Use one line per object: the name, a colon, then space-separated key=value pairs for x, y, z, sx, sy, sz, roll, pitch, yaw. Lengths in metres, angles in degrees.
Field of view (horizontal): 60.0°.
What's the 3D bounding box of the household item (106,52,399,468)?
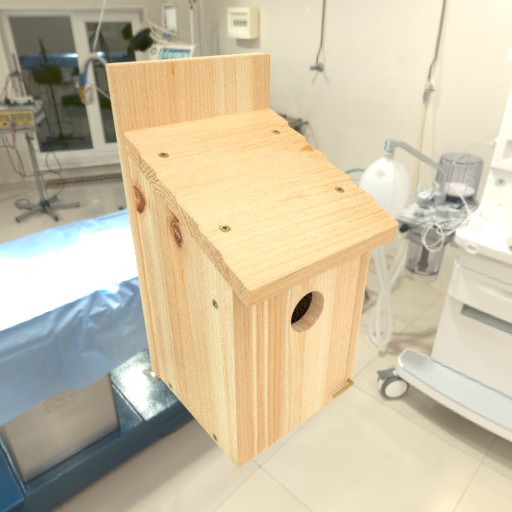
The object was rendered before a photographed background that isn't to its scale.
household item: x=0.000 y=0.000 z=0.380 sx=0.149 sy=0.300 sz=0.171 roll=-22 pitch=36 yaw=-33
